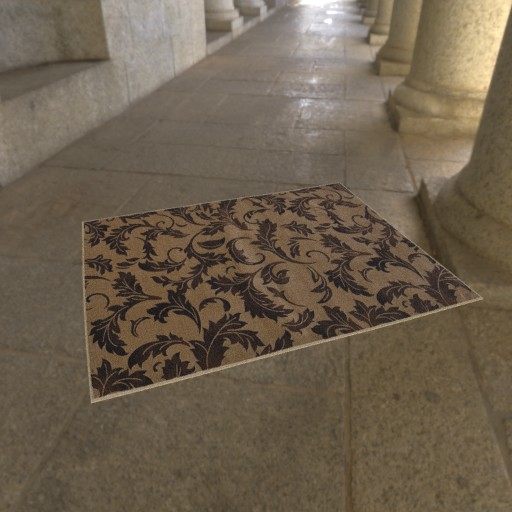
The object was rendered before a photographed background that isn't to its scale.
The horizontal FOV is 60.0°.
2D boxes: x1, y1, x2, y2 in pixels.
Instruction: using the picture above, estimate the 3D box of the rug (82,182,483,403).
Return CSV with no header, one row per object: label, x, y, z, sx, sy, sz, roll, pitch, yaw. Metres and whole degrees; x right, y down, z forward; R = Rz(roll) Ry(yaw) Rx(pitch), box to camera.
rug,0.000,0.000,4.008,2.977,0.008,2.380,-11,35,-16
